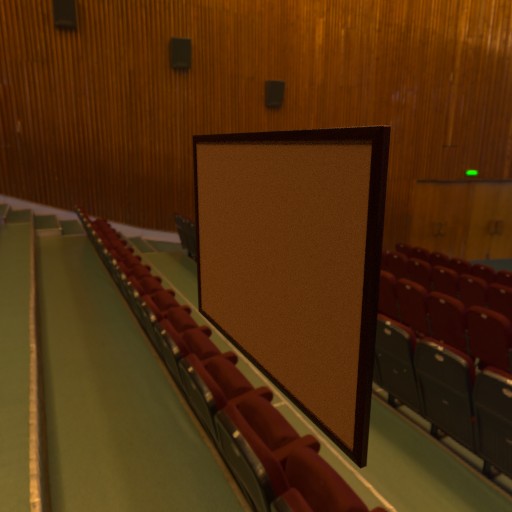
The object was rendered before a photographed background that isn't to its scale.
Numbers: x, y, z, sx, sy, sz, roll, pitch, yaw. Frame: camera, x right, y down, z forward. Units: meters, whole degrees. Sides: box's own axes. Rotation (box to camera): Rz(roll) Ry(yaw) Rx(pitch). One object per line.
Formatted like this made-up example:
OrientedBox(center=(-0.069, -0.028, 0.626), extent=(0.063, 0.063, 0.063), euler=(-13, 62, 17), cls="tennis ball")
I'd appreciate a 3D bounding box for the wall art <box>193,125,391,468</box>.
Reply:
OrientedBox(center=(0.000, 0.000, 1.039), extent=(0.014, 0.559, 0.816), euler=(-7, 16, -26), cls="wall art")
